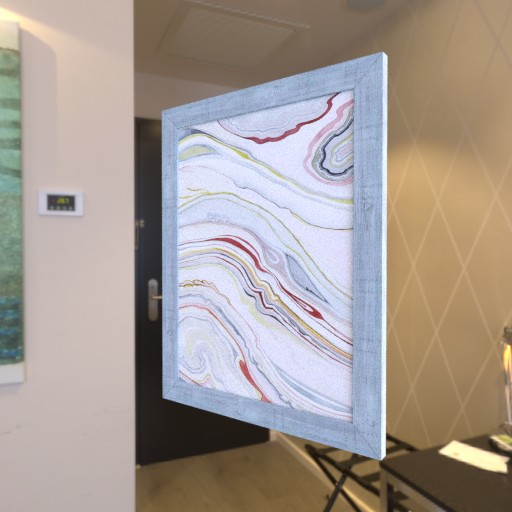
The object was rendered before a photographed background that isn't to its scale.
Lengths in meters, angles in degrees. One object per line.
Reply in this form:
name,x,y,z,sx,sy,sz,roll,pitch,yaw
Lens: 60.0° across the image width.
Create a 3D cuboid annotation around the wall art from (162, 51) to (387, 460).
wall art,0.000,0.000,0.814,0.481,0.613,0.020,1,1,36
